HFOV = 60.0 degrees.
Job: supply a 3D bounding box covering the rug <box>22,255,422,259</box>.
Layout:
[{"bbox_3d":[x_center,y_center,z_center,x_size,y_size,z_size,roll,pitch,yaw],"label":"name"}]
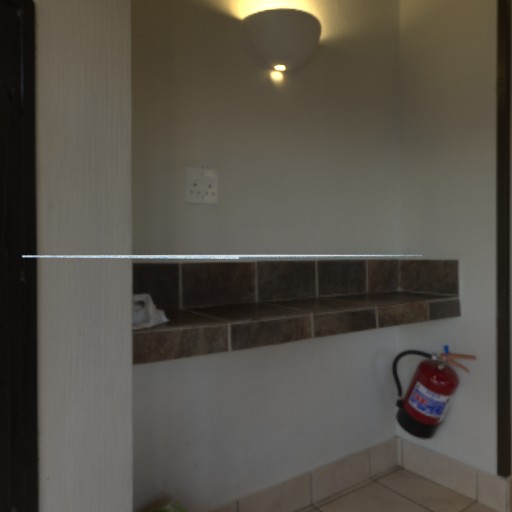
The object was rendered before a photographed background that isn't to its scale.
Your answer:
[{"bbox_3d":[0.000,0.000,2.226,1.142,0.006,1.752,0,0,36],"label":"rug"}]
